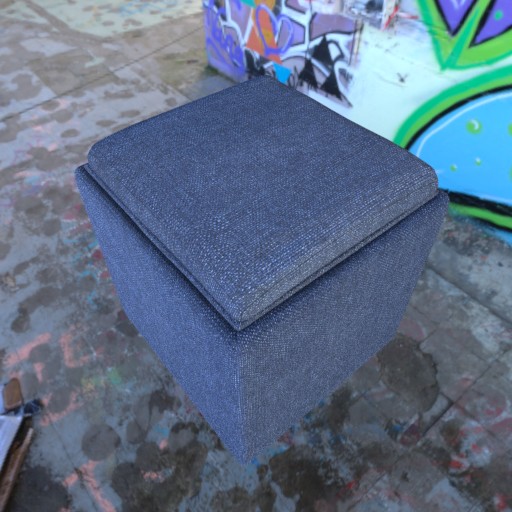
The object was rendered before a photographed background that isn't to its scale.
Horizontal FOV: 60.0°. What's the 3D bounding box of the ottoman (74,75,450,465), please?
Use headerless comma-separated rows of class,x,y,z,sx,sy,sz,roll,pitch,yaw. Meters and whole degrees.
ottoman,0.000,0.000,0.845,0.436,0.493,0.454,-31,55,-26
